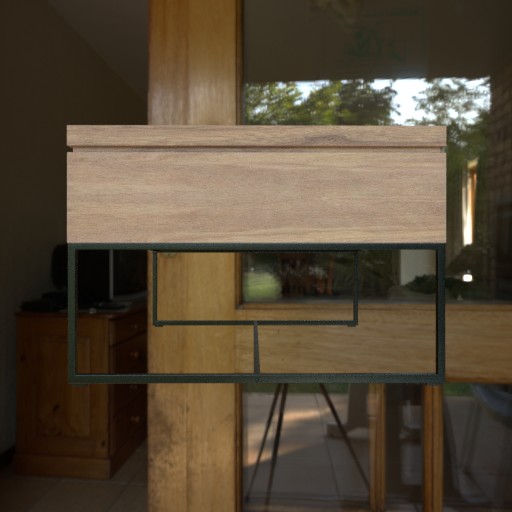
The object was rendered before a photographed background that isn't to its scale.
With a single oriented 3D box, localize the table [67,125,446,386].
[{"bbox_3d":[0.000,0.000,1.127,0.676,0.464,0.679,0,0,0],"label":"table"}]
